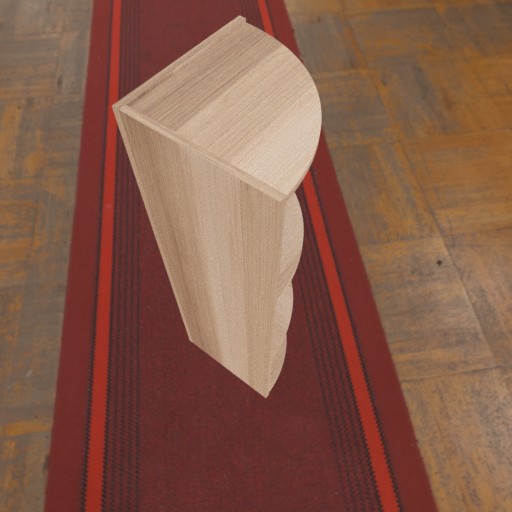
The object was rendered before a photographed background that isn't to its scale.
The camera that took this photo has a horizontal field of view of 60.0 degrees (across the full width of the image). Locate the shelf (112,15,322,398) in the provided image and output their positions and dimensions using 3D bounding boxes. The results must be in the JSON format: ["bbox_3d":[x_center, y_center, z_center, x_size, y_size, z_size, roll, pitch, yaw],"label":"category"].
[{"bbox_3d":[0.000,0.000,1.006,0.290,0.872,0.290,32,63,19],"label":"shelf"}]
